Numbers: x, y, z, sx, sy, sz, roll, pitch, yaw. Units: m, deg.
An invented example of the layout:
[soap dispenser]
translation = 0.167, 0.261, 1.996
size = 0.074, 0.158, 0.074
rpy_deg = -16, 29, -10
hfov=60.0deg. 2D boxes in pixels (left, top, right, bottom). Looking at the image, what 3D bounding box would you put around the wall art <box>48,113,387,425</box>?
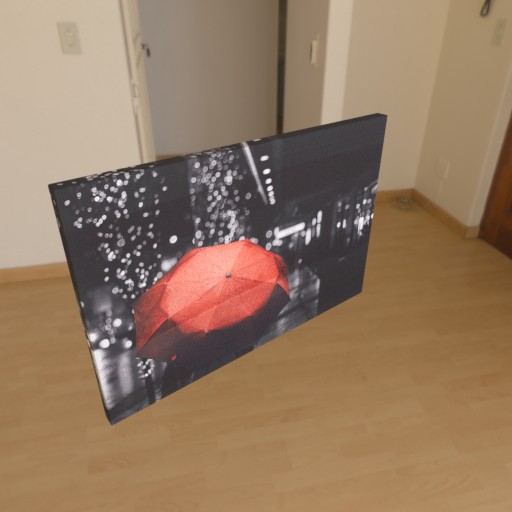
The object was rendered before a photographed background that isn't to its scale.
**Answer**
[wall art]
translation = 0.000, 0.000, 1.173
size = 0.914, 0.609, 0.038
rpy_deg = -21, 37, -32
